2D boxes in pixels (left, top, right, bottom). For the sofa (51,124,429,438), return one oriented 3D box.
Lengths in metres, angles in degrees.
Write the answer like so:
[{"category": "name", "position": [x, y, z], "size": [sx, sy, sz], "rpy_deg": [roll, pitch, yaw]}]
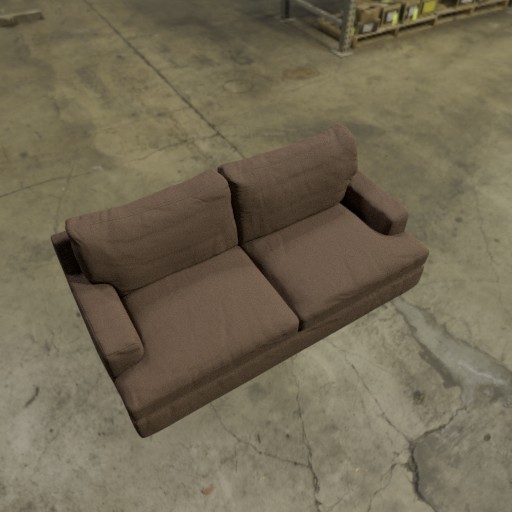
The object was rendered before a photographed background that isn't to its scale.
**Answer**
[{"category": "sofa", "position": [0.000, 0.000, 2.961], "size": [2.274, 0.950, 1.140], "rpy_deg": [-24, 51, -21]}]
